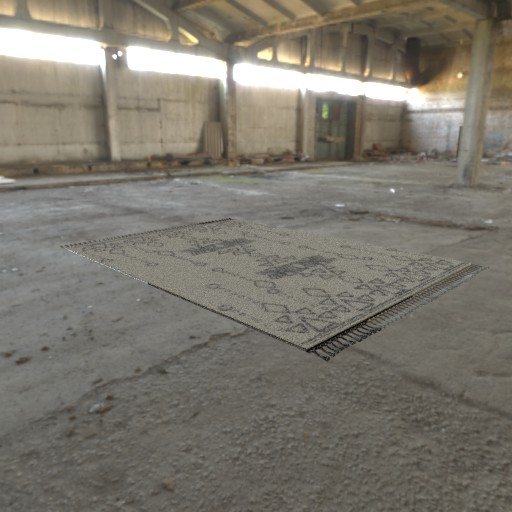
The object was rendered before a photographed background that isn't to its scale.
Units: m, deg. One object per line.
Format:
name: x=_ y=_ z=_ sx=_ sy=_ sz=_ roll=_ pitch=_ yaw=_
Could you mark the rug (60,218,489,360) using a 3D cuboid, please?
rug: x=0.000 y=0.000 z=2.861 sx=1.600 sy=0.013 sz=2.312 roll=-14 pitch=21 yaw=-43
